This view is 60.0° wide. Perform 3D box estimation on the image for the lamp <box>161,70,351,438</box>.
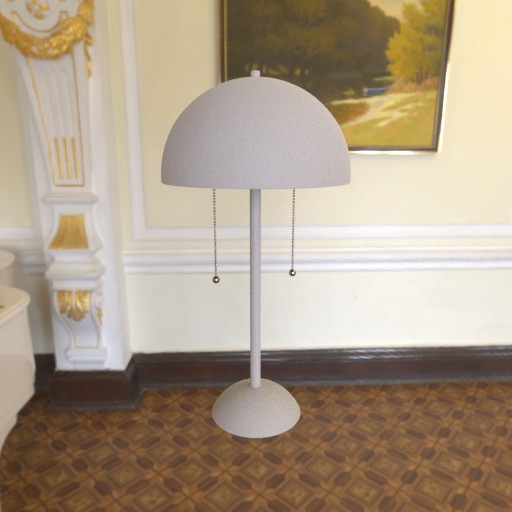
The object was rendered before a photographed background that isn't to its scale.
[{"bbox_3d":[0.000,0.000,0.424,0.171,0.330,0.171,0,13,0],"label":"lamp"}]
